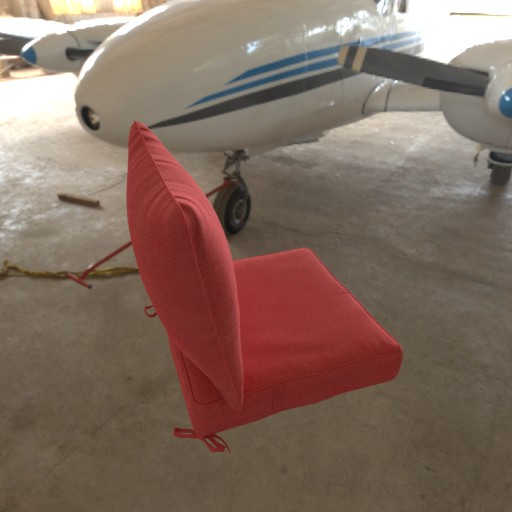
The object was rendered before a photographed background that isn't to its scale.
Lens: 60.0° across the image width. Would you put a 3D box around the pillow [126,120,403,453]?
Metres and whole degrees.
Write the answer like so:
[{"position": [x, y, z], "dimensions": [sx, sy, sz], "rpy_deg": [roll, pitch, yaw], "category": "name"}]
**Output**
[{"position": [0.000, 0.000, 1.392], "dimensions": [0.733, 0.725, 0.798], "rpy_deg": [-10, 32, -17], "category": "pillow"}]
